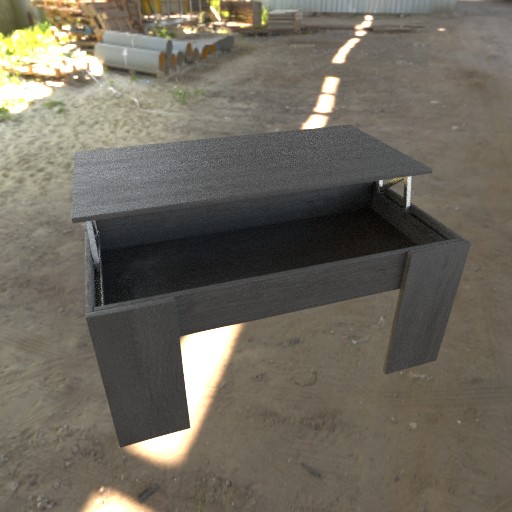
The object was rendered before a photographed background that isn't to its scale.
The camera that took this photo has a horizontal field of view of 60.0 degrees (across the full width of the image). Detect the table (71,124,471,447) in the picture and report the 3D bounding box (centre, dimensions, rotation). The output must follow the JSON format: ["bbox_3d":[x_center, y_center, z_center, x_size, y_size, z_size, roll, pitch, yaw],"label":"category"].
[{"bbox_3d":[0.000,0.000,1.429,1.000,0.570,0.711,-10,33,-16],"label":"table"}]
